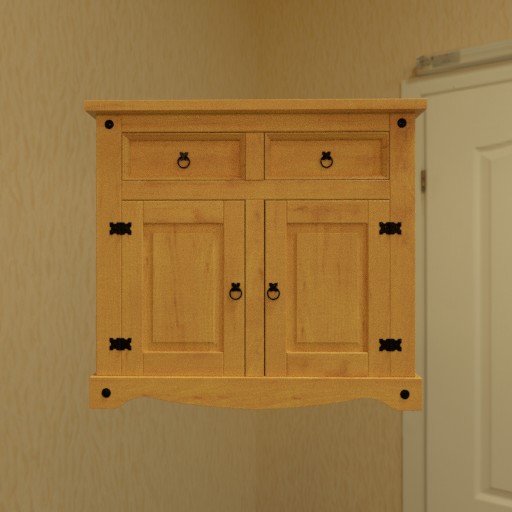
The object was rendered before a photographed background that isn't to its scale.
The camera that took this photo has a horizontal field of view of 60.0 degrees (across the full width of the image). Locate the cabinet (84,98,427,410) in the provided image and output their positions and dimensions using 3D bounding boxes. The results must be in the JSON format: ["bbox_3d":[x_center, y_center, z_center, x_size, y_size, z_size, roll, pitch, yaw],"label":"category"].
[{"bbox_3d":[0.000,0.000,1.414,0.920,0.840,0.450,0,0,1],"label":"cabinet"}]
